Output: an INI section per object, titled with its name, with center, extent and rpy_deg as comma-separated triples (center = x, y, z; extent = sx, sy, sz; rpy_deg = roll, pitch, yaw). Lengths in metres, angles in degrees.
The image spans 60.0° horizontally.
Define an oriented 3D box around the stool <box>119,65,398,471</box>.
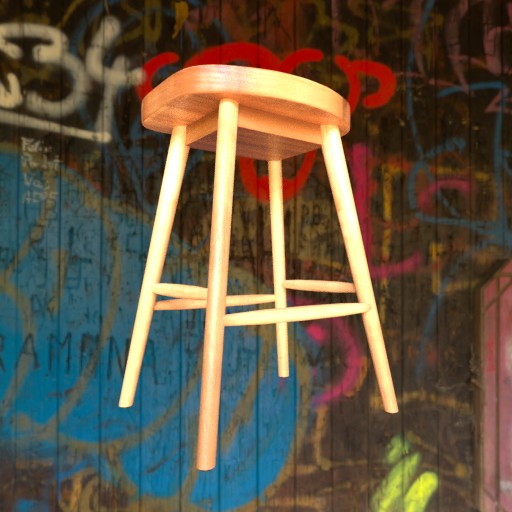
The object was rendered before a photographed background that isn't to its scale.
[stool]
center = 0.000, 0.000, 0.891
extent = 0.440, 0.615, 0.361
rpy_deg = 1, -1, -35
